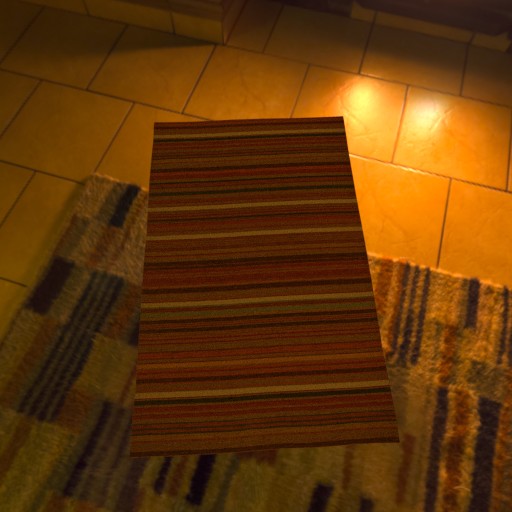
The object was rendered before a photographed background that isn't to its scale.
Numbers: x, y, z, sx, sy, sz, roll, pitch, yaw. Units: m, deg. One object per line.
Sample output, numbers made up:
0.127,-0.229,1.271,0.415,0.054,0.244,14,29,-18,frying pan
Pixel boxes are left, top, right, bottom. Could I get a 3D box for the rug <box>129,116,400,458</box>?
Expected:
0.000,0.000,3.017,1.523,0.008,2.438,-2,64,-1,rug
